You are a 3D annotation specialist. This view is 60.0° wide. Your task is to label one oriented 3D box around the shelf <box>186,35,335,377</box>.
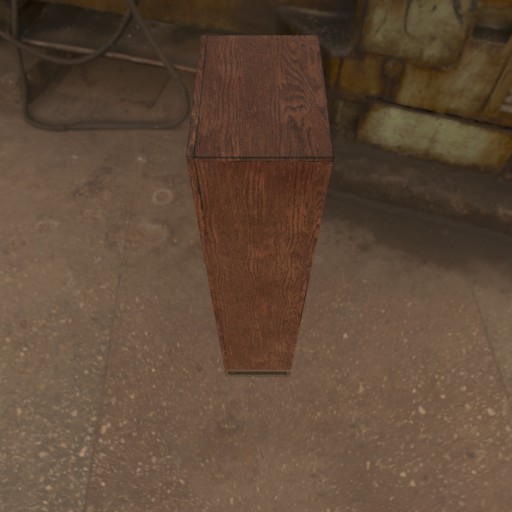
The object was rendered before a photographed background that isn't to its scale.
[{"bbox_3d":[0.000,0.000,1.975,0.395,1.732,0.539,0,57,0],"label":"shelf"}]
